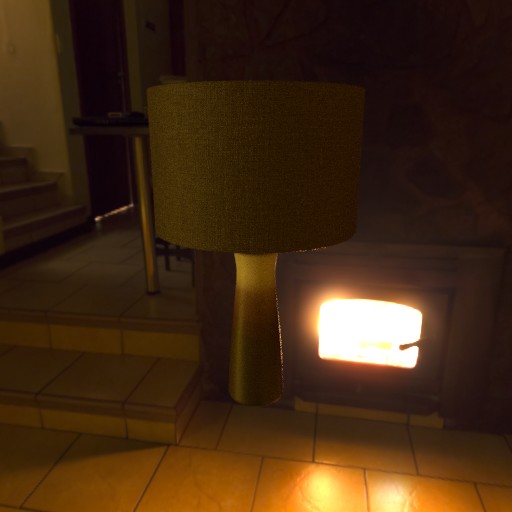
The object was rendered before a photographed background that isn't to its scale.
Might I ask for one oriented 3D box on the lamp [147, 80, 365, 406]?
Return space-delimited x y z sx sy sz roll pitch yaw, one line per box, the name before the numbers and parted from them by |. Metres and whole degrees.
lamp | 0.000 0.000 0.699 0.303 0.488 0.303 0 16 0
